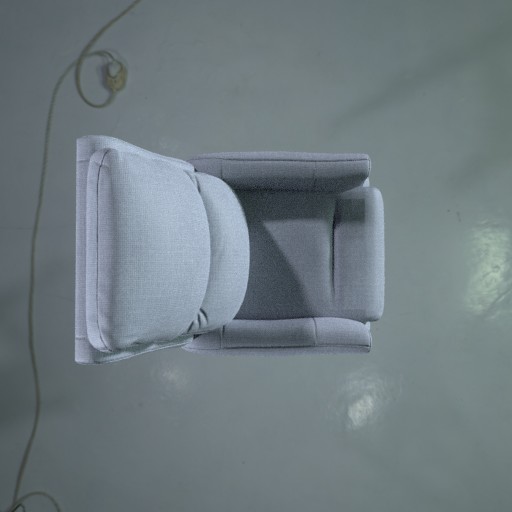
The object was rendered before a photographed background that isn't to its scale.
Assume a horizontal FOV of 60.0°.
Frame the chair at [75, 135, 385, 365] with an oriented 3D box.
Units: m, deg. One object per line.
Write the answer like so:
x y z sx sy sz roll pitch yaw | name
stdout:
0.000 0.000 1.727 1.080 1.030 0.829 0 89 0 | chair
